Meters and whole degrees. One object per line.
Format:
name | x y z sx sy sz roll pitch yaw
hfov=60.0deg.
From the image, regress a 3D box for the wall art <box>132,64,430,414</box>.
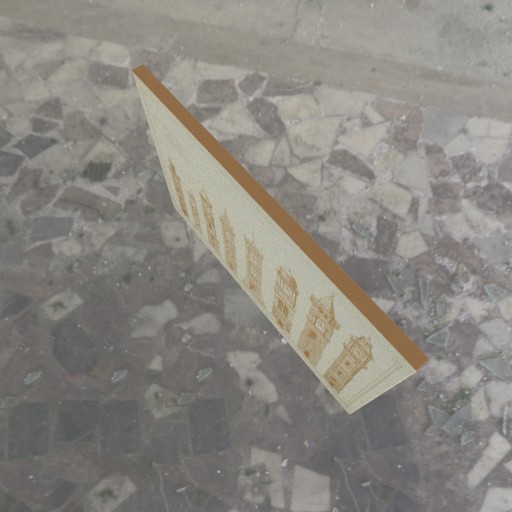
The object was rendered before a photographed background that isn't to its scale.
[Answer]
wall art | 0.000 0.000 1.185 0.033 0.608 0.915 -36 69 -16
